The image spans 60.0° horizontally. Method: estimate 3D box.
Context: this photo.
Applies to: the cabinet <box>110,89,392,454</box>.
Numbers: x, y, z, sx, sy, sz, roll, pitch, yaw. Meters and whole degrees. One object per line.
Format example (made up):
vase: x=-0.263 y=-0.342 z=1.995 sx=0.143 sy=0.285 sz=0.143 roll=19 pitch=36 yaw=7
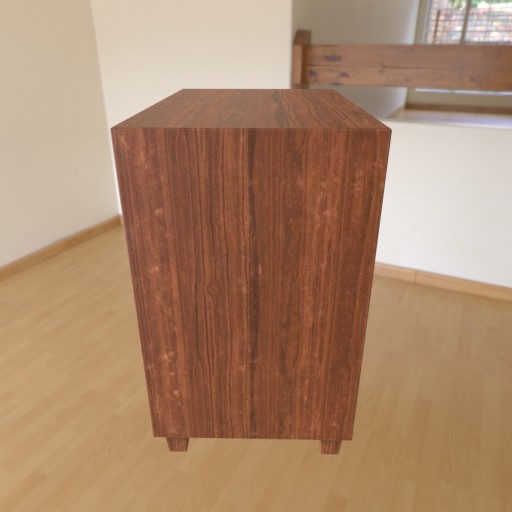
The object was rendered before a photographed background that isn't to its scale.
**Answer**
cabinet: x=0.000 y=0.000 z=1.055 sx=0.410 sy=0.695 sz=0.607 roll=1 pitch=26 yaw=1
